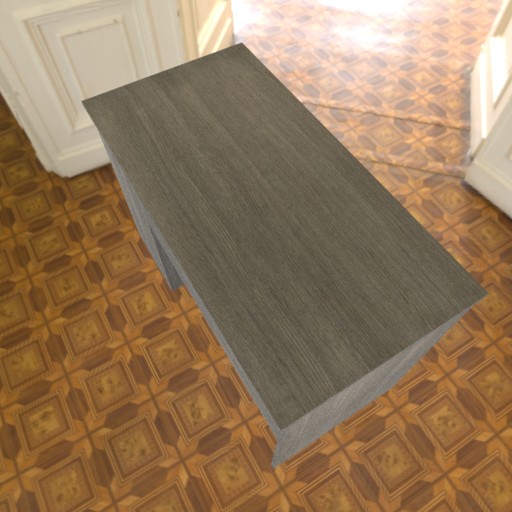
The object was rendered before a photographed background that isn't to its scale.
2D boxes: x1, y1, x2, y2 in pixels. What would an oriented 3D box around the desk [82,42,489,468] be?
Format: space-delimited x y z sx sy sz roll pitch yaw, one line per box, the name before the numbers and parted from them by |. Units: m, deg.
desk | 0.000 0.000 1.478 0.560 0.735 1.097 -28 63 -16
